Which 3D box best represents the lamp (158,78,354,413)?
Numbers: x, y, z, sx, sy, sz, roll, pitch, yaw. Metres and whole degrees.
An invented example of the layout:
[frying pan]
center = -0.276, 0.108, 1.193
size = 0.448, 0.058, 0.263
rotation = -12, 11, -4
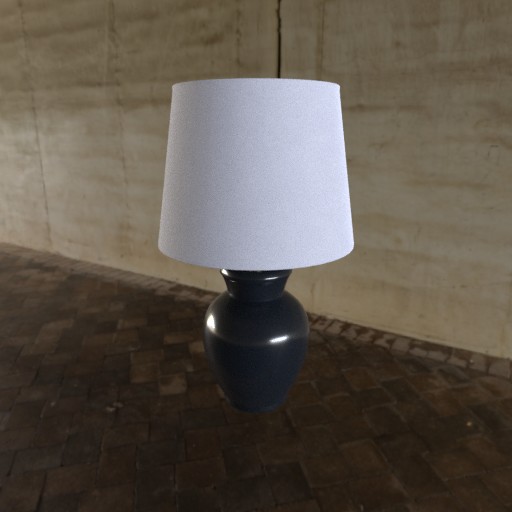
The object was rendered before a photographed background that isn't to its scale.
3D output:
[lamp]
center = 0.000, 0.000, 0.559
size = 0.239, 0.399, 0.239
rotation = 0, 16, 0
